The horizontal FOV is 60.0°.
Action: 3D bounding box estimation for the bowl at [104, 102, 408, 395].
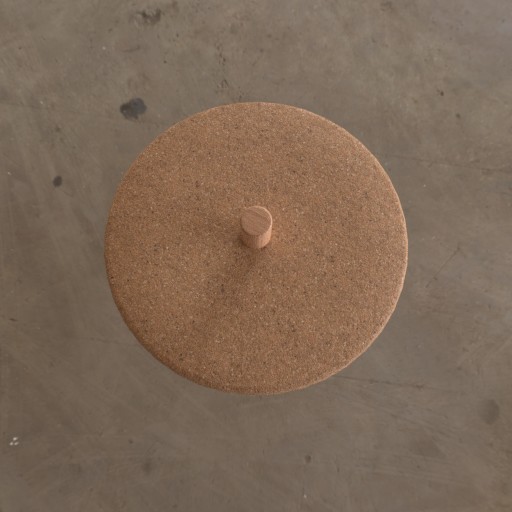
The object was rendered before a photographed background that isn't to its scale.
[{"bbox_3d":[0.000,0.000,0.217,0.126,0.110,0.126,0,76,0],"label":"bowl"}]
